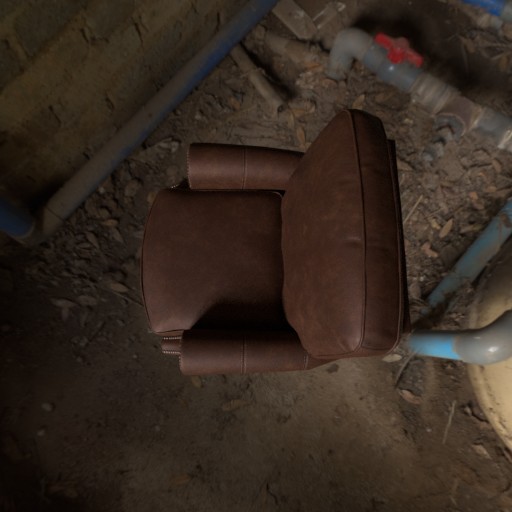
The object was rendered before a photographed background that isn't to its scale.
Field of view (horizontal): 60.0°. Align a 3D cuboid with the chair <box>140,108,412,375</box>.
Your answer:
[{"bbox_3d":[0.000,0.000,1.809,0.986,1.018,0.936,0,76,0],"label":"chair"}]
